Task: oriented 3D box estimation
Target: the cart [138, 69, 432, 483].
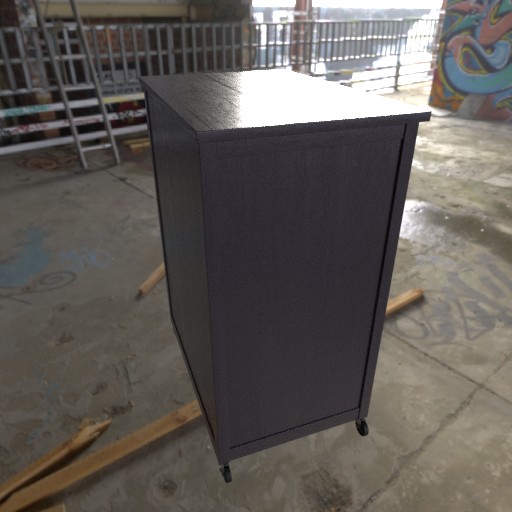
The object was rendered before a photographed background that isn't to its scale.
[{"bbox_3d":[0.000,0.000,1.233,0.449,0.878,0.690,-10,31,-18],"label":"cart"}]
